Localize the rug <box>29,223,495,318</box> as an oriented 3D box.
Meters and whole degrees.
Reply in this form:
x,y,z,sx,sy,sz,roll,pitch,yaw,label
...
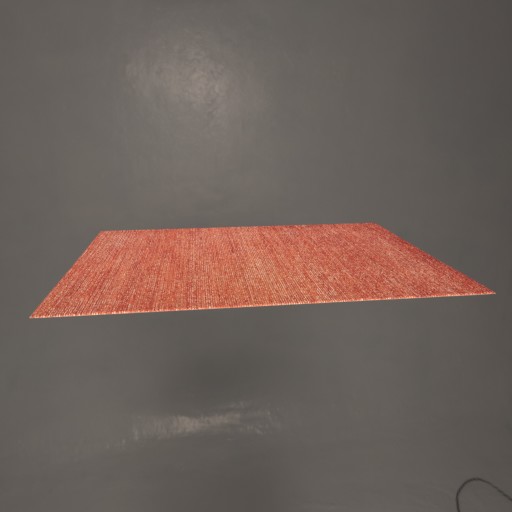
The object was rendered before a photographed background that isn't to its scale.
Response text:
x,y,z,sx,sy,sz,roll,pitch,yaw,label
0.000,0.000,5.051,3.965,0.025,2.803,-2,17,-7,rug
